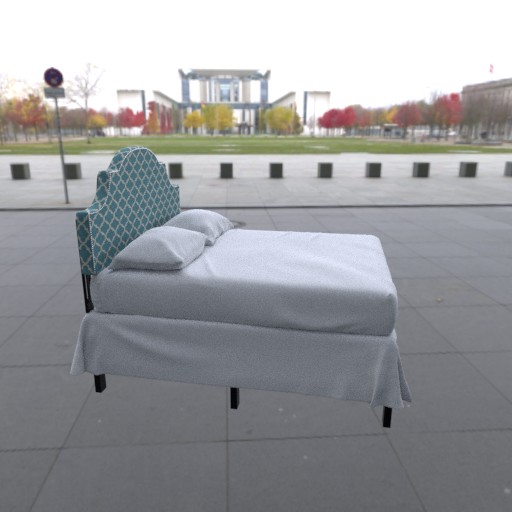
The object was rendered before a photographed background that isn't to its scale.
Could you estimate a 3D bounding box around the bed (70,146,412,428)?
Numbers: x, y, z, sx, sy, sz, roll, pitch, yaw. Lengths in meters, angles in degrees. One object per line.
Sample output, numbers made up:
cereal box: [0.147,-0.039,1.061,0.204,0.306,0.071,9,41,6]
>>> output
bed: [0.000,0.000,3.422,2.222,1.633,1.780,3,16,11]
